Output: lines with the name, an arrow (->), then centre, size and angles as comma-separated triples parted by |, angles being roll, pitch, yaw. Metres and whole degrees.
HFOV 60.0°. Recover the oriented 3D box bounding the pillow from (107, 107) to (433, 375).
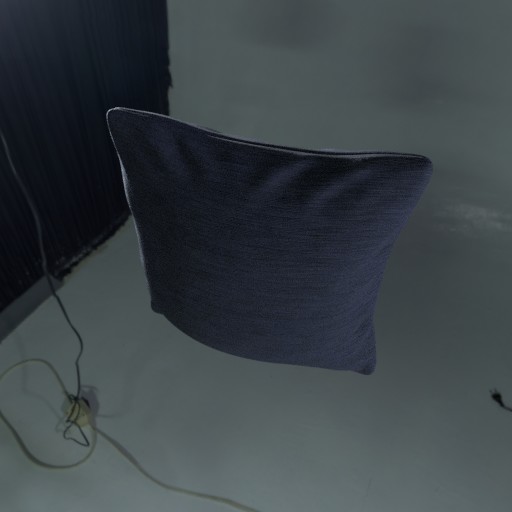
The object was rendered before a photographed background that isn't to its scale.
pillow -> 0.000, 0.000, 0.683 | 0.432, 0.414, 0.246 | 13, 43, 15
